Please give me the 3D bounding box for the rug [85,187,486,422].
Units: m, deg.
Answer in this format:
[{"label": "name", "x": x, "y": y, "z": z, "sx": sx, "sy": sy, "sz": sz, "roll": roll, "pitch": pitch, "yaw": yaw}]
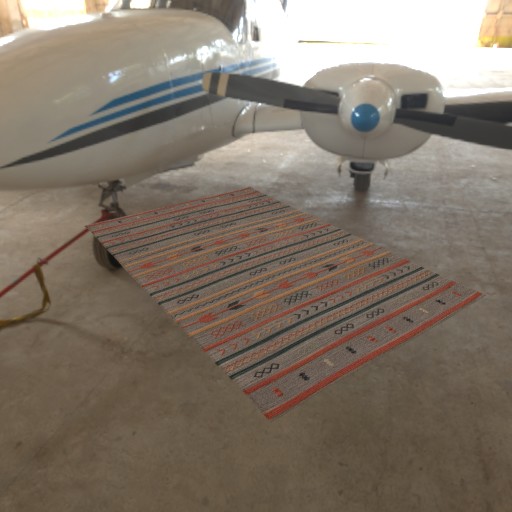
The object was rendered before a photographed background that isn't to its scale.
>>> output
[{"label": "rug", "x": 0.000, "y": 0.000, "z": 2.326, "sx": 1.220, "sy": 0.017, "sz": 1.835, "roll": -19, "pitch": 33, "yaw": -31}]
